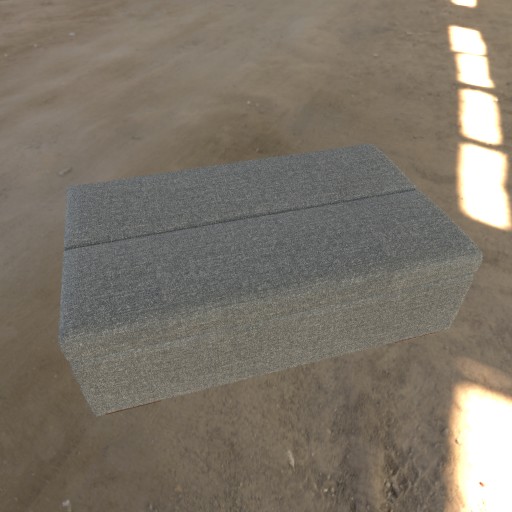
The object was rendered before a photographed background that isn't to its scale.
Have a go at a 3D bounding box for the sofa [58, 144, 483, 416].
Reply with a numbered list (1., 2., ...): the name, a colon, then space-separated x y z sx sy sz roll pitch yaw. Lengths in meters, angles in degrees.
1. sofa: 0.000 0.000 1.581 1.198 0.417 0.782 -11 42 -12
